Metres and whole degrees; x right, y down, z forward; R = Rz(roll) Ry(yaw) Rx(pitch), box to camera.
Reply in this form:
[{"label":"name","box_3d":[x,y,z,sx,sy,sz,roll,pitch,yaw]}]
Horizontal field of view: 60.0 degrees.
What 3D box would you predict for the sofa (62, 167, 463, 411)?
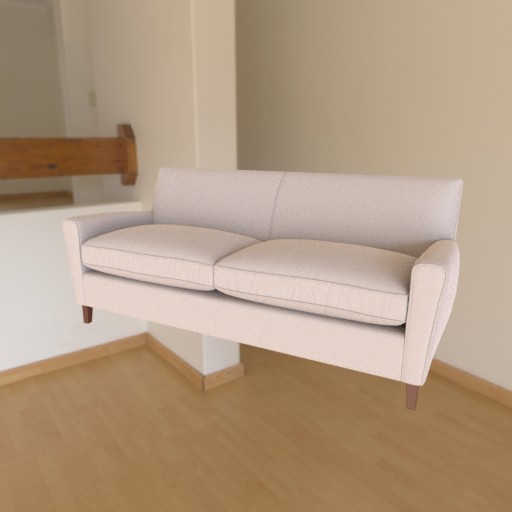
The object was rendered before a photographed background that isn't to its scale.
[{"label":"sofa","box_3d":[0.000,0.000,2.397,2.000,0.846,0.875,8,17,27]}]
